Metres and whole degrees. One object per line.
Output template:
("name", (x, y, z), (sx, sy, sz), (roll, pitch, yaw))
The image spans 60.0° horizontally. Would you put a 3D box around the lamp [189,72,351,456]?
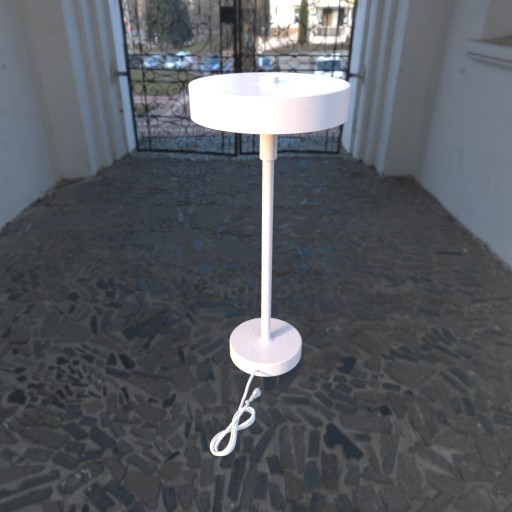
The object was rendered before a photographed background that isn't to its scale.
("lamp", (0.000, 0.000, 0.693), (0.229, 0.508, 0.369), (8, 30, 14))
